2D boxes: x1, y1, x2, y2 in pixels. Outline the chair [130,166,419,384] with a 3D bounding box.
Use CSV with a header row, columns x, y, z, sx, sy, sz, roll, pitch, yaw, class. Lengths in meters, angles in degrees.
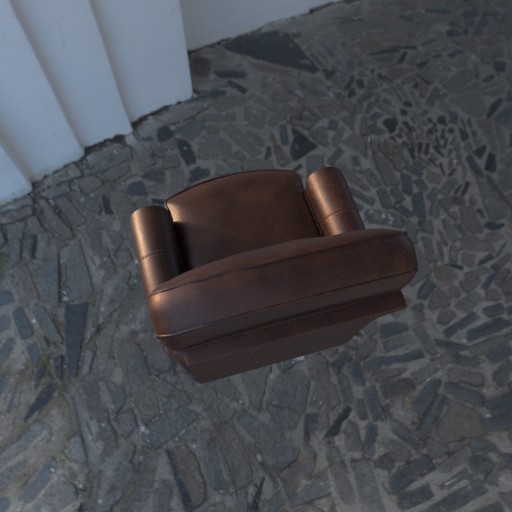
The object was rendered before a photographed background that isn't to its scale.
x,y,z,sx,sy,sz,roll,pitch,yaw,class
0.000,0.000,1.822,0.936,1.018,0.986,-14,60,-8,chair
